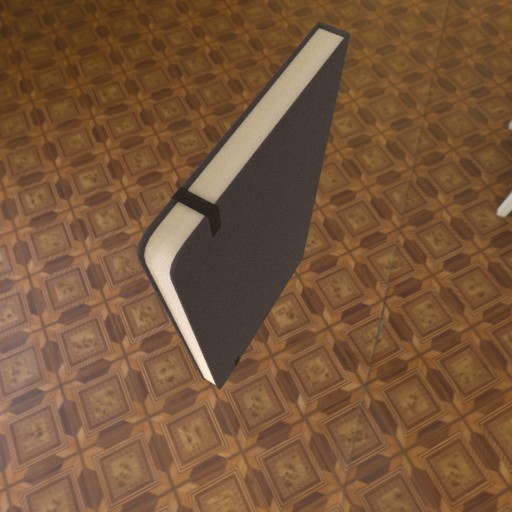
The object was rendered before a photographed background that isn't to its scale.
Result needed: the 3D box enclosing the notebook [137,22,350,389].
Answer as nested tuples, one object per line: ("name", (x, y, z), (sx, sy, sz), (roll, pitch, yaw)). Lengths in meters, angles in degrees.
("notebook", (0.000, 0.000, 0.257), (0.016, 0.213, 0.127), (28, 67, 14))
